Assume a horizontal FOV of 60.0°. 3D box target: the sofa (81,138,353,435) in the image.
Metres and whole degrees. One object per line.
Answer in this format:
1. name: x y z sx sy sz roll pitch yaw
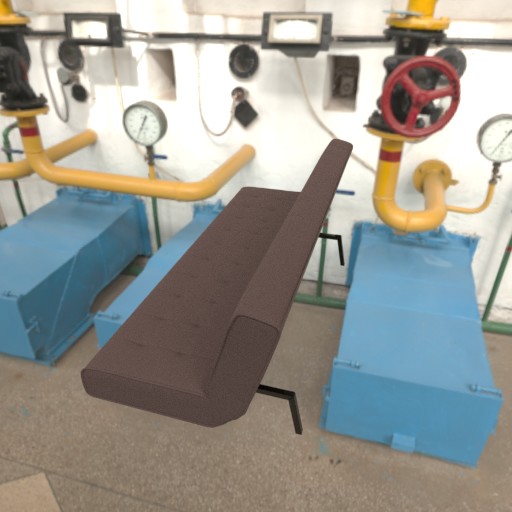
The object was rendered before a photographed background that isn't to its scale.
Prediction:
1. sofa: 0.000 0.000 2.097 0.747 0.699 1.703 9 32 15
